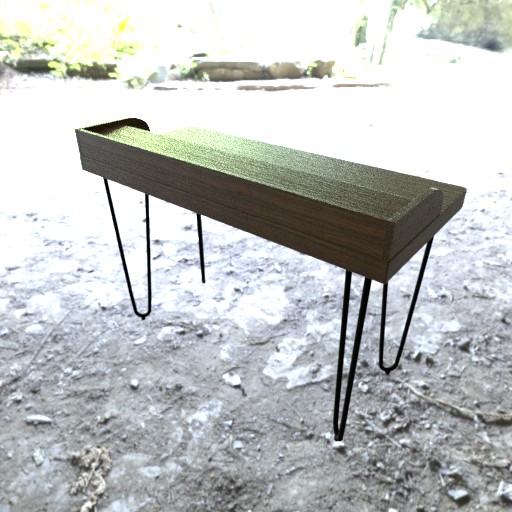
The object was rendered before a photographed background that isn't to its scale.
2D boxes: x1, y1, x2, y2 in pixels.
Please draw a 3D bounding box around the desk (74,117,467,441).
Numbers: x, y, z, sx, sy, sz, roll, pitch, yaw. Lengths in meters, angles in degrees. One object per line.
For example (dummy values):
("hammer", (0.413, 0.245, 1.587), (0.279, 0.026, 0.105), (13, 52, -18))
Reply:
("desk", (0.000, 0.000, 1.640), (1.200, 0.854, 0.565), (22, 37, 33))
